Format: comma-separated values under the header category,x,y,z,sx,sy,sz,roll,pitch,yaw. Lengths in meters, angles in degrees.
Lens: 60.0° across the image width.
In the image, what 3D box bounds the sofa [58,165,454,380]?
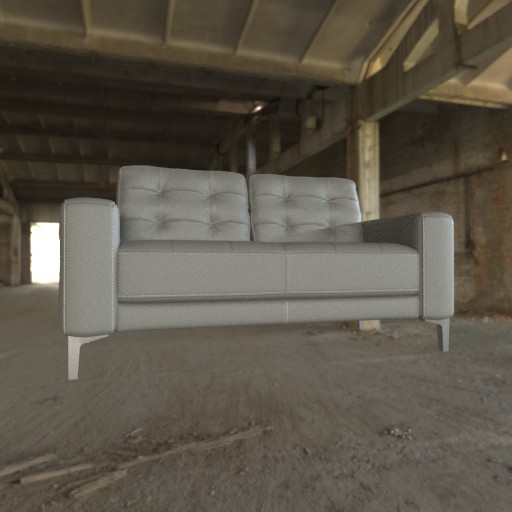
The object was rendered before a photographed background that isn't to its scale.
category,x,y,z,sx,sy,sz,roll,pitch,yaw
sofa,0.000,0.000,2.195,1.726,0.893,0.833,0,-1,-18
